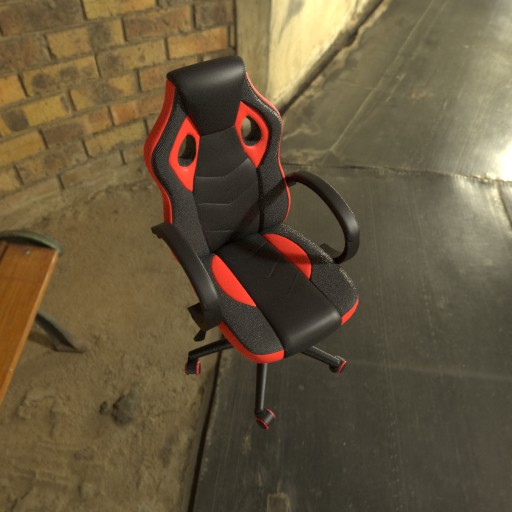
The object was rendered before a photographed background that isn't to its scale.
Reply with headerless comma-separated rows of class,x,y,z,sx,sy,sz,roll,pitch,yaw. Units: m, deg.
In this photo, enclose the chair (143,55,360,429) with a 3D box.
chair,0.000,0.000,1.397,0.600,1.016,0.642,-24,51,-21
